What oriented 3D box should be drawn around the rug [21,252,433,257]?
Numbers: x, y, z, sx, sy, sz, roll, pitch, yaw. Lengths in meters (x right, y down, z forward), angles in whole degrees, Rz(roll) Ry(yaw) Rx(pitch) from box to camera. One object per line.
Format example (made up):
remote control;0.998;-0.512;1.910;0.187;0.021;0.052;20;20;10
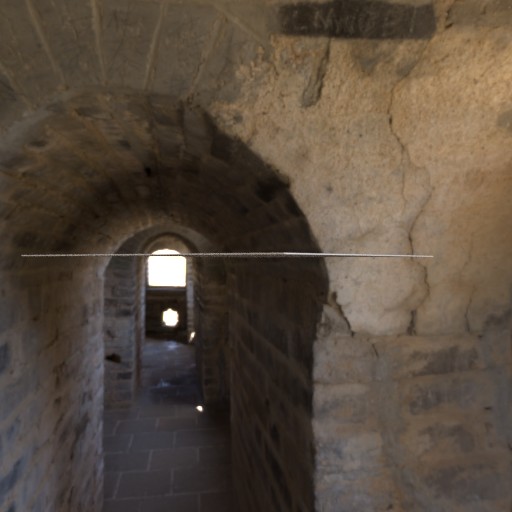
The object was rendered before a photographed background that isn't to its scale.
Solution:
rug;0.000;0.000;4.077;2.421;0.008;3.045;0;0;34
